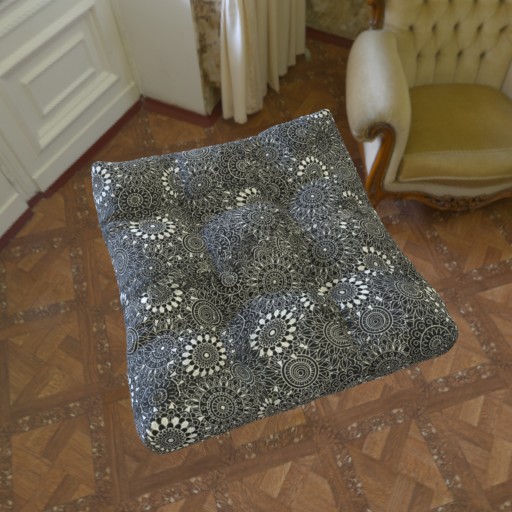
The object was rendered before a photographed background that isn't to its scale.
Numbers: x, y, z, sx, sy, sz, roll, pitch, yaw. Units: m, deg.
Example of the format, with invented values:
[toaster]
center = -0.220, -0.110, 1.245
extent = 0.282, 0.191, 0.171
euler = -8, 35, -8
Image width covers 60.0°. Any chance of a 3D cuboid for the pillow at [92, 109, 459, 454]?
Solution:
[pillow]
center = 0.000, 0.000, 0.725
extent = 0.468, 0.128, 0.490
euler = -16, 60, -10
